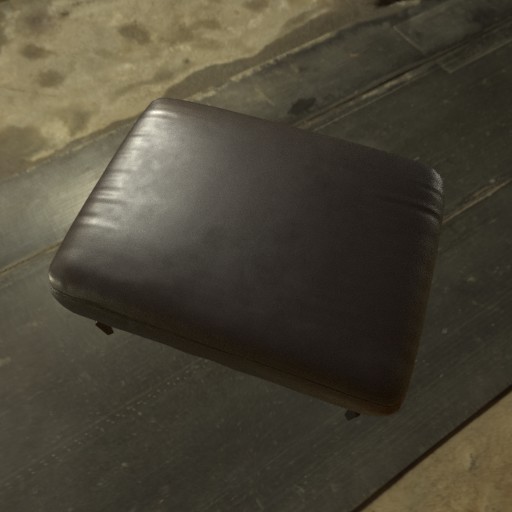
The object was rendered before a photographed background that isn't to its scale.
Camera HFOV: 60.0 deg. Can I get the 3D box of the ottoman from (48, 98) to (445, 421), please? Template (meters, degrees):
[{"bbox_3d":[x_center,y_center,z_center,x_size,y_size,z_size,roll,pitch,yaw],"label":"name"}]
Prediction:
[{"bbox_3d":[0.000,0.000,1.075,0.764,0.402,0.570,17,64,9],"label":"ottoman"}]
